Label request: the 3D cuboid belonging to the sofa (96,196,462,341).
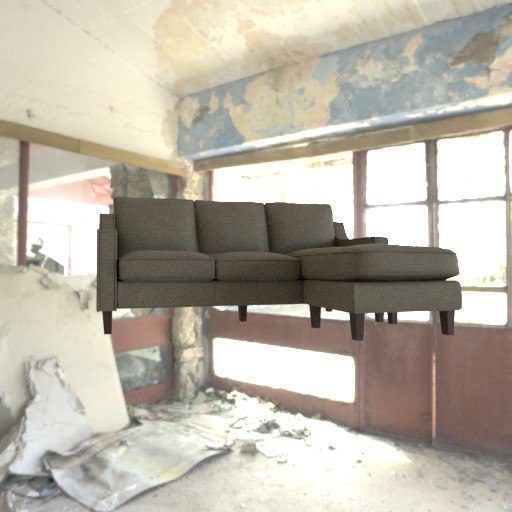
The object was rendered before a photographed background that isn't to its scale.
[{"bbox_3d":[0.000,0.000,3.423,2.317,1.081,1.858,0,-2,-18],"label":"sofa"}]
